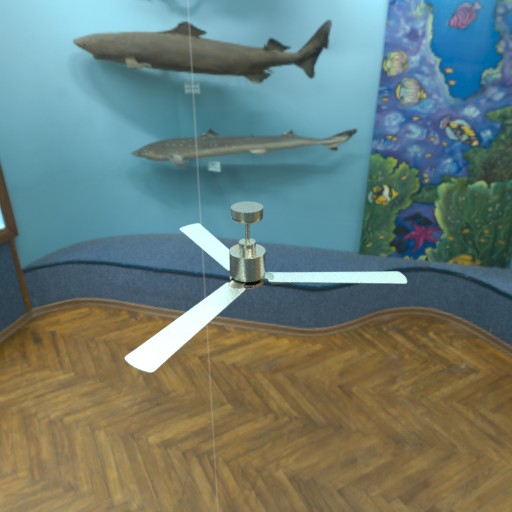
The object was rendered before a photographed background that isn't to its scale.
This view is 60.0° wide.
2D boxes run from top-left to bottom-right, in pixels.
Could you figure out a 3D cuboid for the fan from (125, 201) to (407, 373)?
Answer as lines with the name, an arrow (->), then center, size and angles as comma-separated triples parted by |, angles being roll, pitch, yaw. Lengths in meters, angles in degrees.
fan -> 0.000, 0.000, 2.317 | 1.561, 0.446, 1.531 | 8, 27, 16
